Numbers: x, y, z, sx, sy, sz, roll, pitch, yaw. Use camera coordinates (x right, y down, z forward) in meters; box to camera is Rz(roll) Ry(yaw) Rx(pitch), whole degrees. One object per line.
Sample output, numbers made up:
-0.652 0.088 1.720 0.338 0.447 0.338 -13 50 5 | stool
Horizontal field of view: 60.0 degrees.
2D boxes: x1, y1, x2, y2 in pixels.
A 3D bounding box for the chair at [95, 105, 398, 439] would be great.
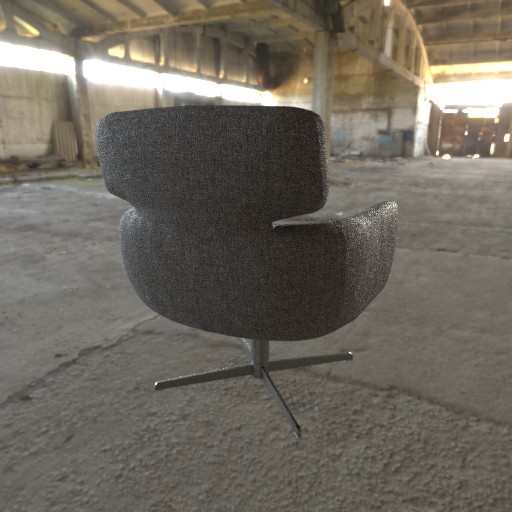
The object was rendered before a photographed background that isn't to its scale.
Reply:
0.000 0.000 1.316 0.706 0.812 0.715 8 17 27 | chair
